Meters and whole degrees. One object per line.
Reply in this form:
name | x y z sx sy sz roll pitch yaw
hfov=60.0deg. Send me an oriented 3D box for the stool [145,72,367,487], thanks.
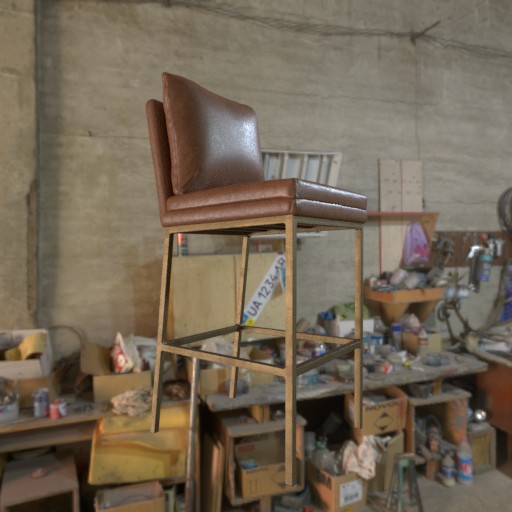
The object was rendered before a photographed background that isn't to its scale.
stool | 0.000 0.000 1.419 0.571 1.124 0.463 1 1 36
